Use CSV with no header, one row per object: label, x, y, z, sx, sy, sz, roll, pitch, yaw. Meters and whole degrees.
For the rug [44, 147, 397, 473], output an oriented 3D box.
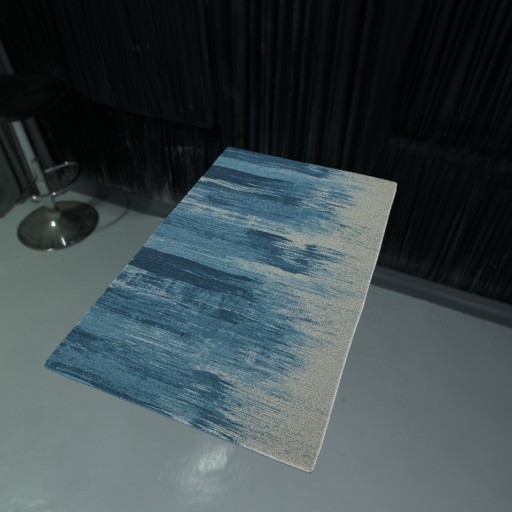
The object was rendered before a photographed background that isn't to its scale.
rug,0.000,0.000,3.006,1.540,0.027,2.450,16,46,15
